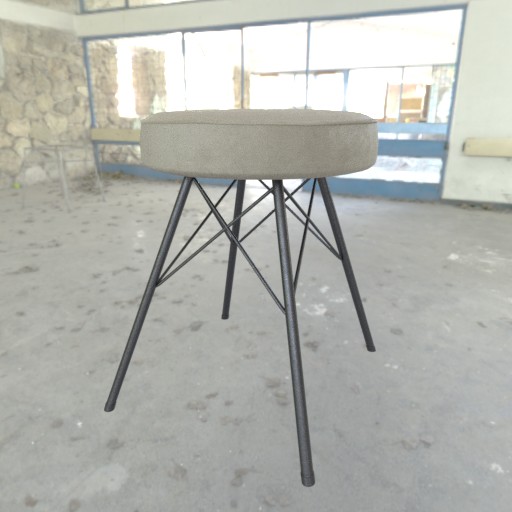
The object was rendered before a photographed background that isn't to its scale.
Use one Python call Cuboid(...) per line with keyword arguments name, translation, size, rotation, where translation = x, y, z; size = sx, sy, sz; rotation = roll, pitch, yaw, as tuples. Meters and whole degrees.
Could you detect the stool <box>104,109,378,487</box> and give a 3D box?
Cuboid(name="stool", translation=(0.000, 0.000, 0.858), size=(0.423, 0.538, 0.457), rotation=(8, 20, 25))
